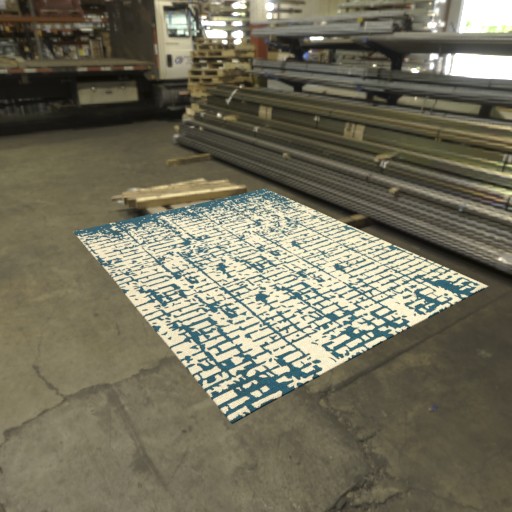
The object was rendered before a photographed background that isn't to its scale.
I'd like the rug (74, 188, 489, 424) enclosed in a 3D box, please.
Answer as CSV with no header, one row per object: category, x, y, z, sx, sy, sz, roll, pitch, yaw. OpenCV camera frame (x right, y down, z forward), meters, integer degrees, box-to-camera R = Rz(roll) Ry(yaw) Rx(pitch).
rug,0.000,0.000,4.015,2.416,0.014,3.017,-18,32,-31
